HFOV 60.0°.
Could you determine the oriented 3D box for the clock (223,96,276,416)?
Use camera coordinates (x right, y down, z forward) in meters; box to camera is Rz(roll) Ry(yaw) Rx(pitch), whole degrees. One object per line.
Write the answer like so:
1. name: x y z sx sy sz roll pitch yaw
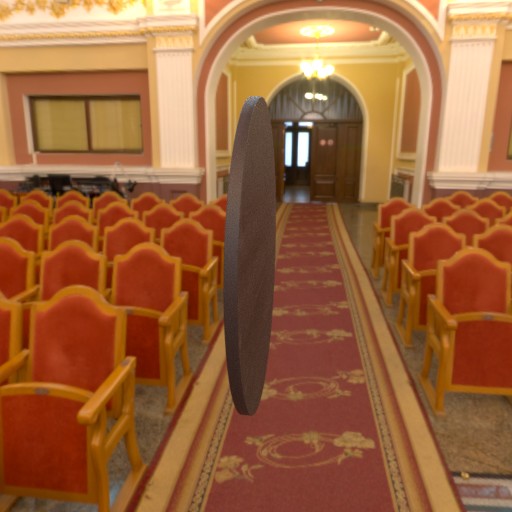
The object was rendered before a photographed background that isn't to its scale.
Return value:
1. clock: 0.000 0.000 0.879 0.029 0.595 0.595 2 13 7
